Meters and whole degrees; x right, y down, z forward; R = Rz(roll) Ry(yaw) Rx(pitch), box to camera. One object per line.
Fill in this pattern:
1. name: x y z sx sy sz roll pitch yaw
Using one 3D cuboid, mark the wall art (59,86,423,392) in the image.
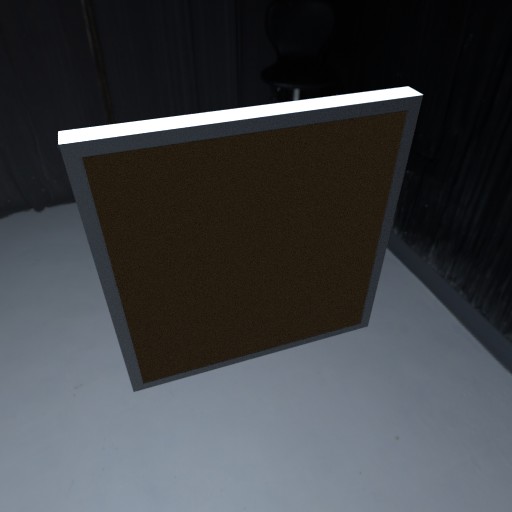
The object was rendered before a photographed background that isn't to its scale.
1. wall art: 0.000 0.000 0.761 0.506 0.506 0.038 -12 41 -15
